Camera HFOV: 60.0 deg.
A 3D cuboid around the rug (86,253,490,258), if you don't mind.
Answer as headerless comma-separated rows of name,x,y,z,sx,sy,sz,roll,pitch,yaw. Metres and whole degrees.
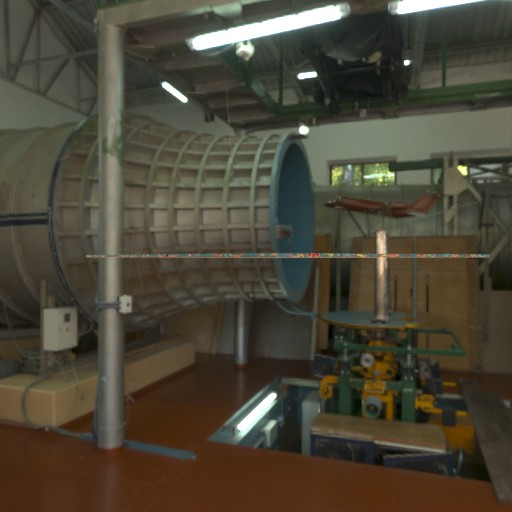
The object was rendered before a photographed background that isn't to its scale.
rug,0.000,0.000,2.909,1.527,0.016,2.290,0,0,-37
